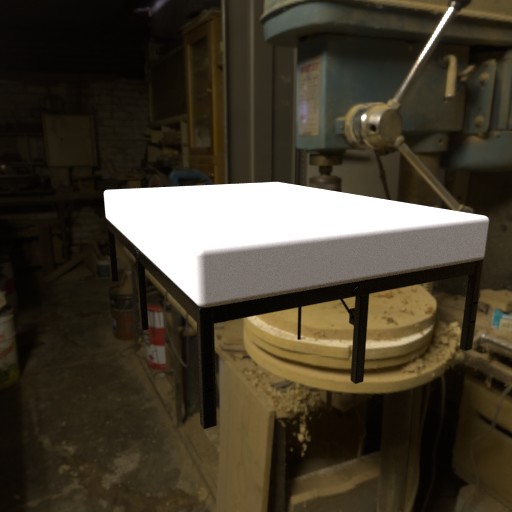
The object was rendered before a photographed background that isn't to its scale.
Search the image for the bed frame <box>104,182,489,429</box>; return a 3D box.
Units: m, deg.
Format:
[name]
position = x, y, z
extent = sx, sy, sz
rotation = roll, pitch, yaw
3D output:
[bed frame]
position = 0.000, 0.000, 2.624
extent = 1.408, 0.659, 1.956
rotation = -7, 16, -26
